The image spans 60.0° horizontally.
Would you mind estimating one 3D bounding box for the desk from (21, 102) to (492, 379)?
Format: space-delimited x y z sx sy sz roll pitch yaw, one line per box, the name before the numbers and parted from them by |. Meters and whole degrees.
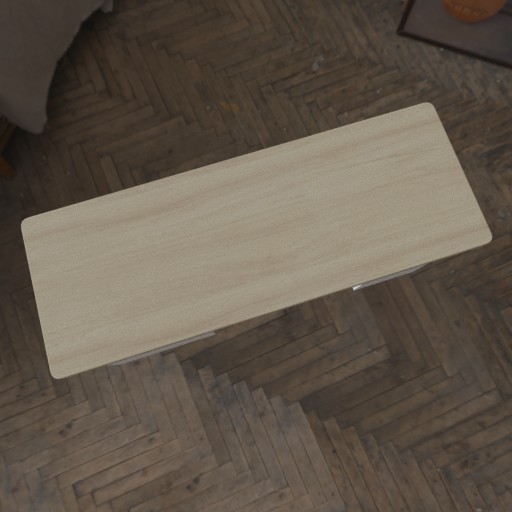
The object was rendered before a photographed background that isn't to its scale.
desk | 0.000 0.000 1.854 1.500 0.755 0.550 -17 77 -4
